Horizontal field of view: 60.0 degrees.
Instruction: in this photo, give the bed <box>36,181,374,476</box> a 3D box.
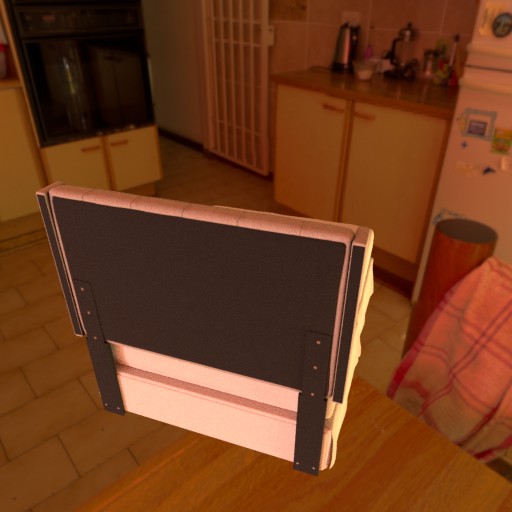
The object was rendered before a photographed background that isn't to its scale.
[{"bbox_3d":[0.000,0.000,3.313,1.719,1.665,2.066,10,33,16],"label":"bed"}]
